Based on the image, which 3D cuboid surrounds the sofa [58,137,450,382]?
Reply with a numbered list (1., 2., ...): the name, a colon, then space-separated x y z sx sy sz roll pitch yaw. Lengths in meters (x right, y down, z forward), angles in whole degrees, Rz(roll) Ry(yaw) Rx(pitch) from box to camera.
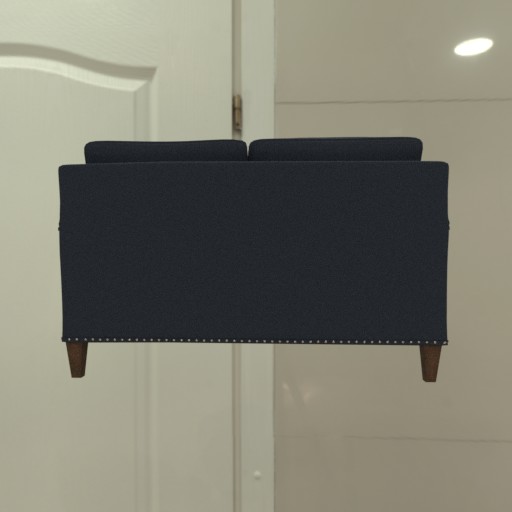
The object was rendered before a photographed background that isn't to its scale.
1. sofa: 0.000 0.000 2.221 1.597 1.003 1.084 0 0 3
